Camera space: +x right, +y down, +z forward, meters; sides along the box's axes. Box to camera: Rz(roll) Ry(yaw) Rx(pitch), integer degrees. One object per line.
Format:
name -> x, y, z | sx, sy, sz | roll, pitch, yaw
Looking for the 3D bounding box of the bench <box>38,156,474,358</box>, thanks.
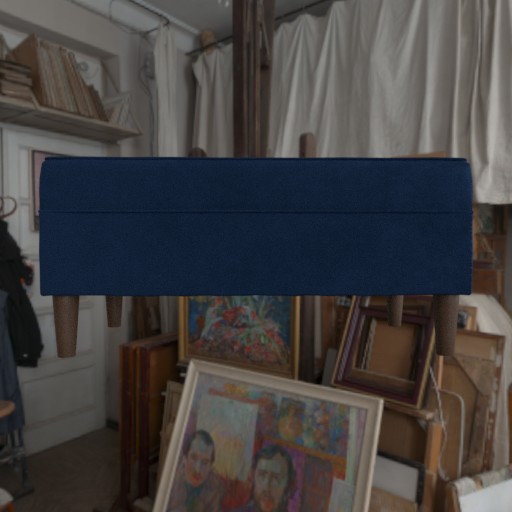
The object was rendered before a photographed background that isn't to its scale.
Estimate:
bench -> 0.000, 0.000, 1.249 | 1.010, 0.467, 0.489 | 0, 2, -1
